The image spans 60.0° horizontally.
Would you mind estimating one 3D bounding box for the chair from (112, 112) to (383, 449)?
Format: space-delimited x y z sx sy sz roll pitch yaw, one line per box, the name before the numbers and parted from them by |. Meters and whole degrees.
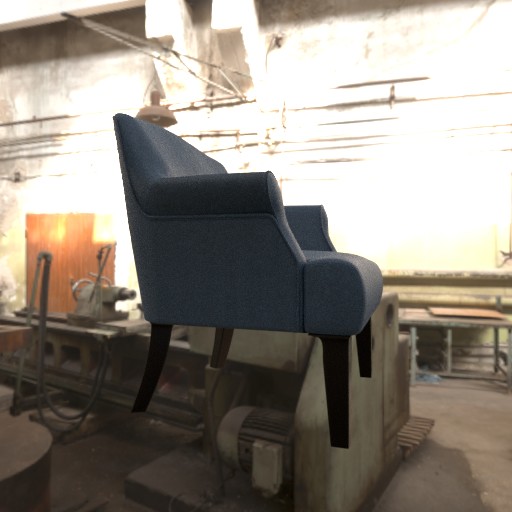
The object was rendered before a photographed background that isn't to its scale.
chair | 0.000 0.000 1.430 0.754 0.878 0.770 0 -1 19
